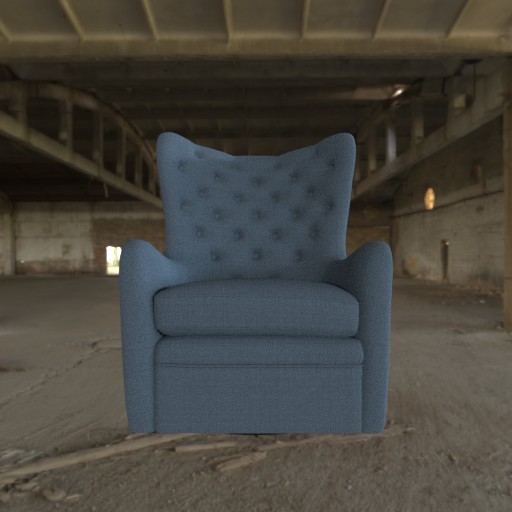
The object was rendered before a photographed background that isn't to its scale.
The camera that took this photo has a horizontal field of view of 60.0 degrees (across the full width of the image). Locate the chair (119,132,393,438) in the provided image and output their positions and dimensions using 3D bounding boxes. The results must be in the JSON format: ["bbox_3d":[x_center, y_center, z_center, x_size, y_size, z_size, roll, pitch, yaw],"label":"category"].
[{"bbox_3d":[0.000,0.000,1.722,0.831,1.079,0.930,0,0,0],"label":"chair"}]
